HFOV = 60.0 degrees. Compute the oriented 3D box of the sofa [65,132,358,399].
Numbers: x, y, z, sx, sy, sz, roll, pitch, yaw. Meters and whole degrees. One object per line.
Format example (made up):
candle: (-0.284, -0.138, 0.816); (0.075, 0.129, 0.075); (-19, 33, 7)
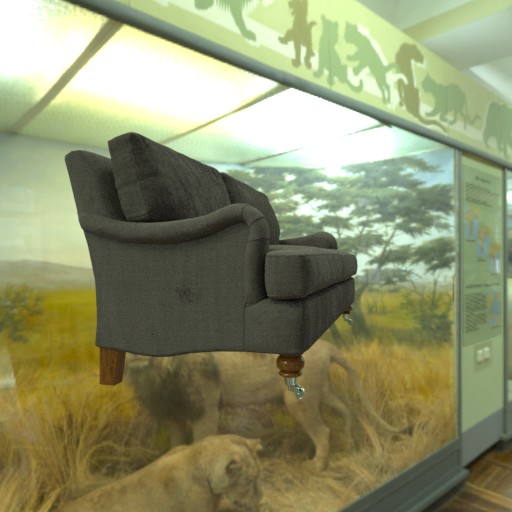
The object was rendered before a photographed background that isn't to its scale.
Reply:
sofa: (0.000, 0.000, 2.735); (1.086, 1.087, 2.165); (0, 0, 18)
